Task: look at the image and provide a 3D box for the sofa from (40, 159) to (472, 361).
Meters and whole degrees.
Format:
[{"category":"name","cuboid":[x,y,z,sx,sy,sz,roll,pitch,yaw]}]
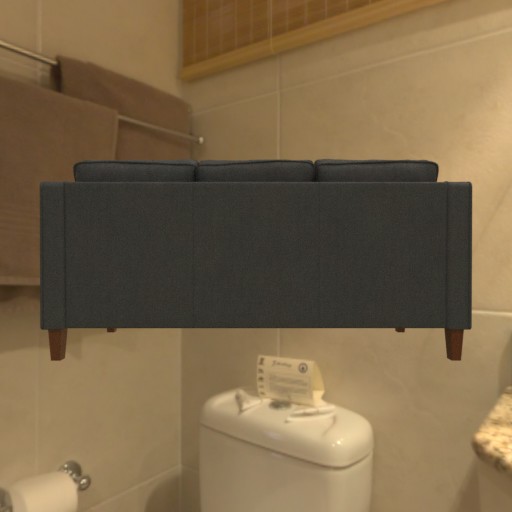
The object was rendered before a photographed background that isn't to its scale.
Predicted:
[{"category":"sofa","cuboid":[0.000,0.000,2.477,1.986,0.974,0.911,0,0,0]}]
